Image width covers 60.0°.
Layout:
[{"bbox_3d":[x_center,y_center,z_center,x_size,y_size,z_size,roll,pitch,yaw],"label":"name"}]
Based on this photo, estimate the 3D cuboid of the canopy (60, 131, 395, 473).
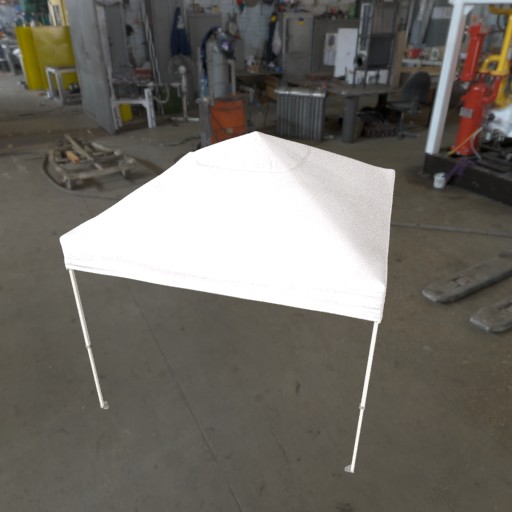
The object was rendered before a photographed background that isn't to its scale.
[{"bbox_3d":[0.000,0.000,5.388,2.998,2.997,2.996,8,30,15],"label":"canopy"}]
